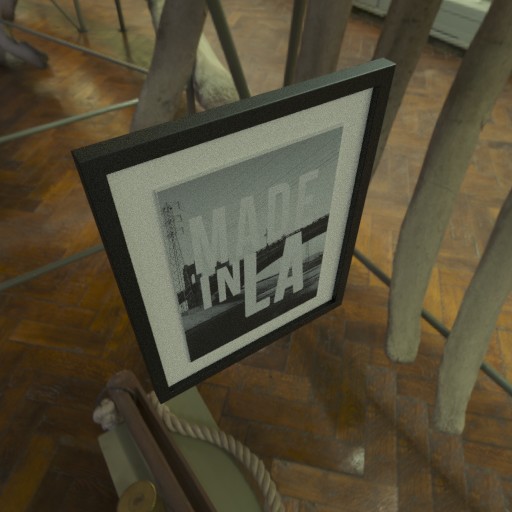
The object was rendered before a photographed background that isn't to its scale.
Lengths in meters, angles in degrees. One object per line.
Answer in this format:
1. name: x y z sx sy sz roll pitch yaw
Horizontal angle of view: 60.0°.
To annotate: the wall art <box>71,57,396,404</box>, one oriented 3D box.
1. wall art: 0.000 0.000 0.756 0.457 0.559 0.028 -25 51 -22
